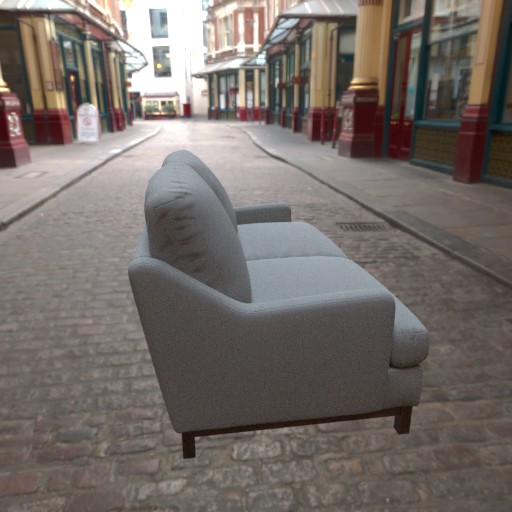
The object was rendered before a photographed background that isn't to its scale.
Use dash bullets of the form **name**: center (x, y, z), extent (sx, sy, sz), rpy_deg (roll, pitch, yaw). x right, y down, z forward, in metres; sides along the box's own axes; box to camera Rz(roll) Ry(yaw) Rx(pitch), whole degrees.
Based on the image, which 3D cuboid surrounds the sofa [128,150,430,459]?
- **sofa**: center (0.000, 0.000, 2.129), extent (0.987, 0.921, 1.589), rpy_deg (-3, 18, -8)
